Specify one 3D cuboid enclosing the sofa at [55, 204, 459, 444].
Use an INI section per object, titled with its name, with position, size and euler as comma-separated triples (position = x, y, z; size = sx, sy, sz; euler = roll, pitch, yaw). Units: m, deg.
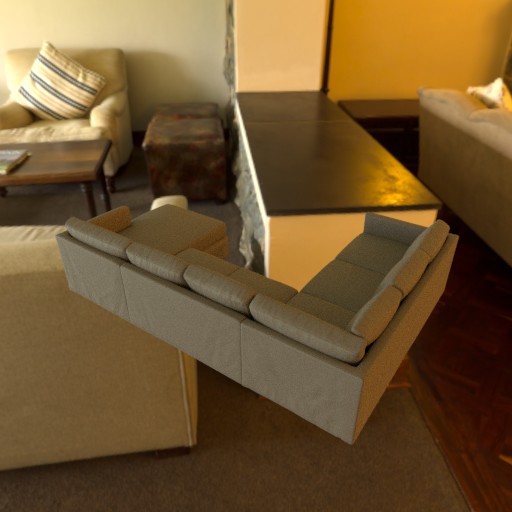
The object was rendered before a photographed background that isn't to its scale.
[sofa]
position = 0.000, 0.000, 4.727
size = 3.460, 0.882, 2.427
euler = 20, 37, 29
